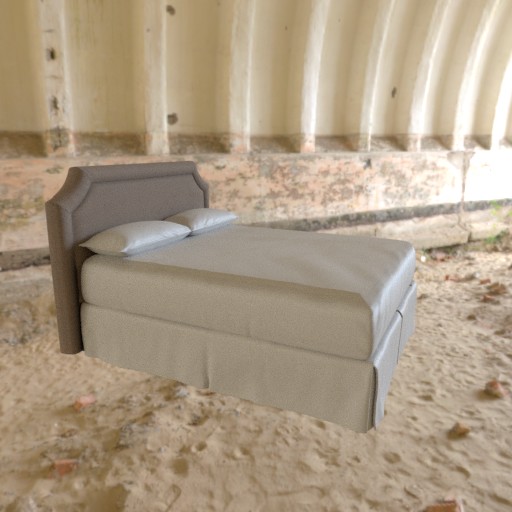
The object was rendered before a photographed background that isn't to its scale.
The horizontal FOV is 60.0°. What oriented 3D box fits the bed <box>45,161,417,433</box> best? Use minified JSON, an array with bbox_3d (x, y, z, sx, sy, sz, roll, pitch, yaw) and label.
[{"bbox_3d":[0.000,0.000,3.261,2.164,1.303,1.828,7,16,25],"label":"bed"}]
